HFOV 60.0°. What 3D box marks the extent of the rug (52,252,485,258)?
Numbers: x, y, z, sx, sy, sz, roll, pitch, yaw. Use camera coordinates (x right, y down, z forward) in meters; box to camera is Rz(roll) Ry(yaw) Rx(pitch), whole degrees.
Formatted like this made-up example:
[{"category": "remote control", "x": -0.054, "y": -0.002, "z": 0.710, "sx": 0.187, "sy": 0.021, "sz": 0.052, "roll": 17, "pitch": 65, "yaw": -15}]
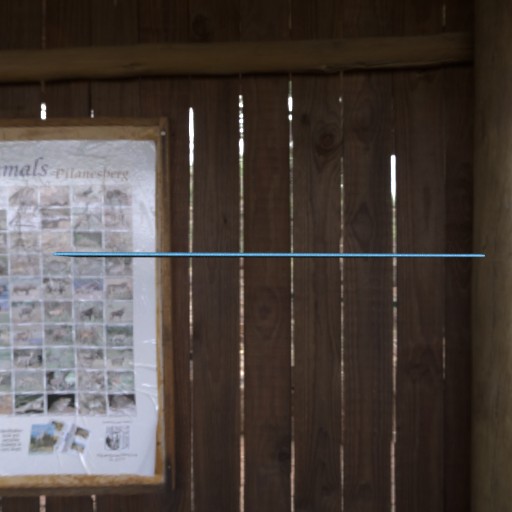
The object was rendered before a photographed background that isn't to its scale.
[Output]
[{"category": "rug", "x": 0.000, "y": 0.000, "z": 3.527, "sx": 2.769, "sy": 0.018, "sz": 1.830, "roll": 0, "pitch": -1, "yaw": -19}]
